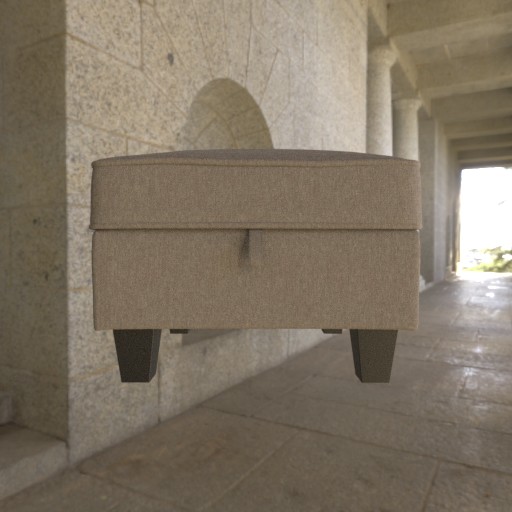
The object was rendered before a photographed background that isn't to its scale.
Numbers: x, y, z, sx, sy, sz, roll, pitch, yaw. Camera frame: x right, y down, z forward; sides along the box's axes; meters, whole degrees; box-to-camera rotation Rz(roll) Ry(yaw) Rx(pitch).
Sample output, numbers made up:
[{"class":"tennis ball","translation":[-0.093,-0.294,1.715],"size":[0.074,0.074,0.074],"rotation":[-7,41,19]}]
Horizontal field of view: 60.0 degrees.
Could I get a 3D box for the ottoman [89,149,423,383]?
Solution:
[{"class":"ottoman","translation":[0.000,0.000,1.422],"size":[0.808,0.612,0.871],"rotation":[0,1,0]}]
